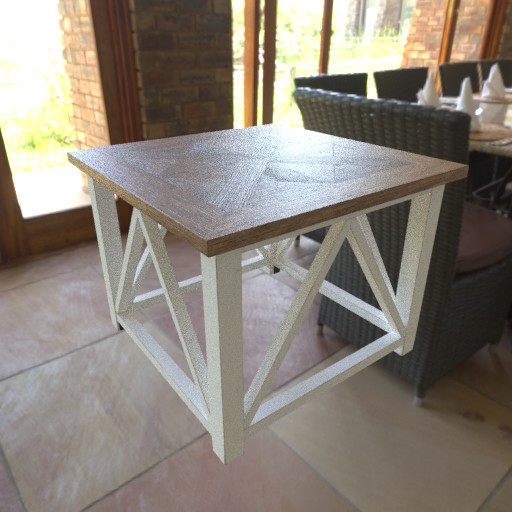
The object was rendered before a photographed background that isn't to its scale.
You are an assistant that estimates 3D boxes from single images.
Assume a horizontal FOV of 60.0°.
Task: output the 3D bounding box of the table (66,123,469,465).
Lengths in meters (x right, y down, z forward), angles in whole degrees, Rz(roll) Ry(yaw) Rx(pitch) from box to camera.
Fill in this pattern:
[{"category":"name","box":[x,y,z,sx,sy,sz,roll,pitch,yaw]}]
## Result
[{"category":"table","box":[0.000,0.000,1.198,0.700,0.532,0.700,-18,32,-33]}]
